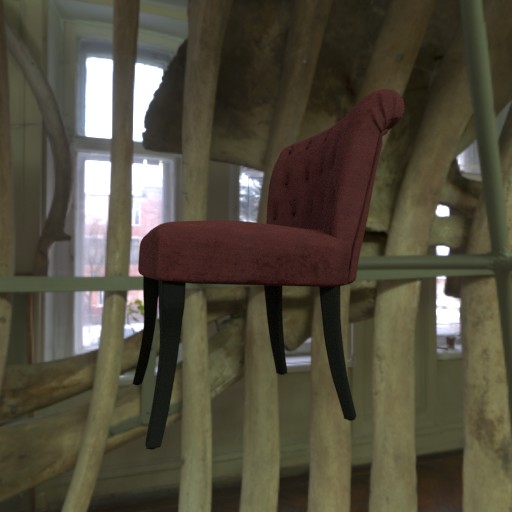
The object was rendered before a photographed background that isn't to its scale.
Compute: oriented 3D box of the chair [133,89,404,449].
[{"bbox_3d":[0.000,0.000,1.172,0.605,0.750,0.582,0,-1,-18],"label":"chair"}]
